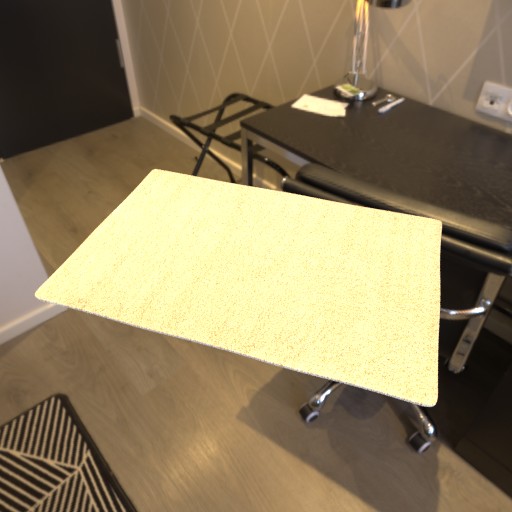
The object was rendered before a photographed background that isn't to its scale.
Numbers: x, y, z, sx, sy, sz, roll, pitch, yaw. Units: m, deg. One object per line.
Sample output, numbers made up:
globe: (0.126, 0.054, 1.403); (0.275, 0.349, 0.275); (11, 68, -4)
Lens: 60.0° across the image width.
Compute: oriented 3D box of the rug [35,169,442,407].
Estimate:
rug: (0.000, 0.000, 3.403); (2.698, 0.025, 1.798); (12, 43, 13)
